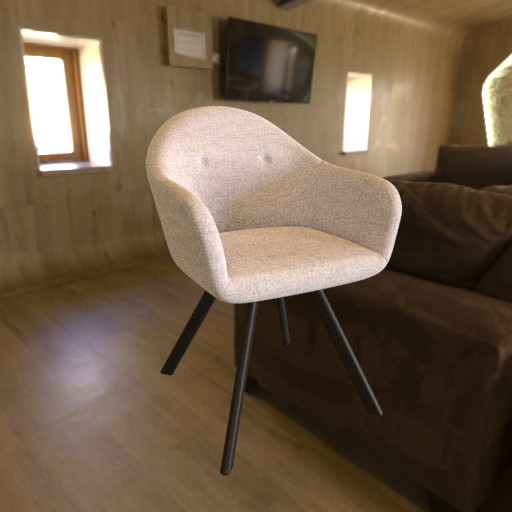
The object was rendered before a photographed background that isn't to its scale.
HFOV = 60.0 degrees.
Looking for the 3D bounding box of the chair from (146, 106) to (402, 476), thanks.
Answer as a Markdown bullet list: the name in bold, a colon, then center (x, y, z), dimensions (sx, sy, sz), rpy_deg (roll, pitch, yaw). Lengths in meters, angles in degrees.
- **chair**: center (0.000, 0.000, 1.189), dimensions (0.540, 0.780, 0.570), rpy_deg (-8, 18, -27)
